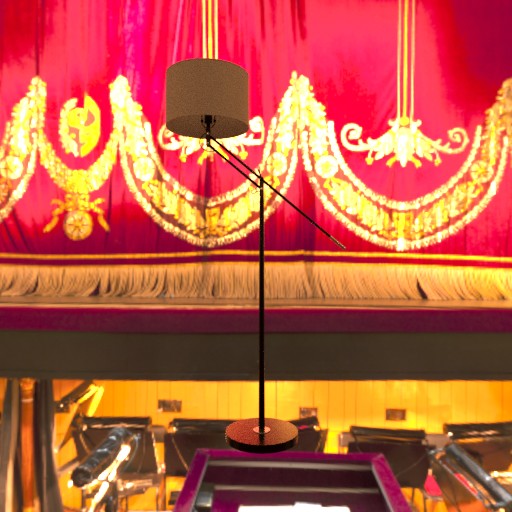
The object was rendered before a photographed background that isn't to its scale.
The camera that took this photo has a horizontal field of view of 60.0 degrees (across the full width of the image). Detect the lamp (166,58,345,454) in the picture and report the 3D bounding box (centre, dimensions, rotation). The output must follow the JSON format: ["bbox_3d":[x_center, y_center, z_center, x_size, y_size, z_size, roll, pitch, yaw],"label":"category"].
[{"bbox_3d":[0.000,0.000,1.997,0.809,1.635,0.373,0,-1,0],"label":"lamp"}]
